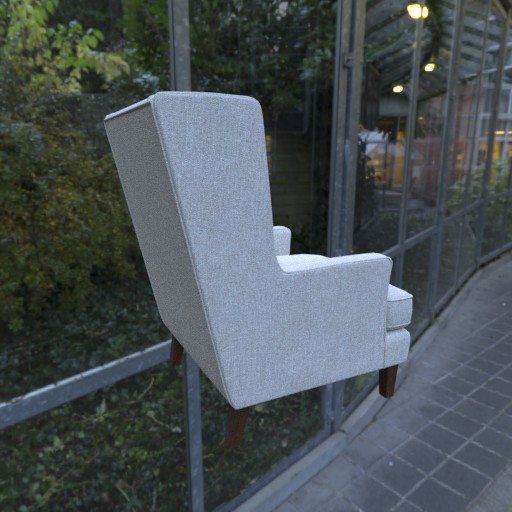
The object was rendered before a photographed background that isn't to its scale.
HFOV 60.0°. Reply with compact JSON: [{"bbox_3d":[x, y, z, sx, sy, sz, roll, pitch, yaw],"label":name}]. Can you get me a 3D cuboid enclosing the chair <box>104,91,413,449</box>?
[{"bbox_3d":[0.000,0.000,1.720,0.948,1.082,0.764,-7,15,-26],"label":"chair"}]
